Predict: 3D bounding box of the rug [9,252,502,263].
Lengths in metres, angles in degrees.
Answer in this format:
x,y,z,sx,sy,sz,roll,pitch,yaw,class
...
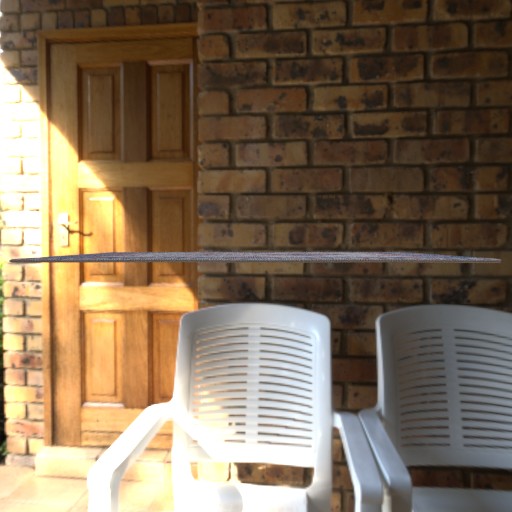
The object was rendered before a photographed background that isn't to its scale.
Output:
x,y,z,sx,sy,sz,roll,pitch,yaw,class
0.000,0.000,2.957,2.464,0.023,1.521,0,2,1,rug
